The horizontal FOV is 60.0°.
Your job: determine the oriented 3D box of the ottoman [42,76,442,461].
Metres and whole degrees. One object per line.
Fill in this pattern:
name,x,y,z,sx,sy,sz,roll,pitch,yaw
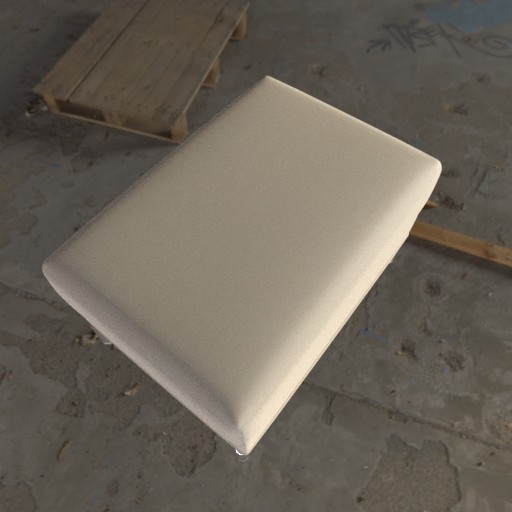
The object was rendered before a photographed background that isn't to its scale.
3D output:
ottoman,0.000,0.000,1.209,0.581,0.497,0.835,34,64,19
